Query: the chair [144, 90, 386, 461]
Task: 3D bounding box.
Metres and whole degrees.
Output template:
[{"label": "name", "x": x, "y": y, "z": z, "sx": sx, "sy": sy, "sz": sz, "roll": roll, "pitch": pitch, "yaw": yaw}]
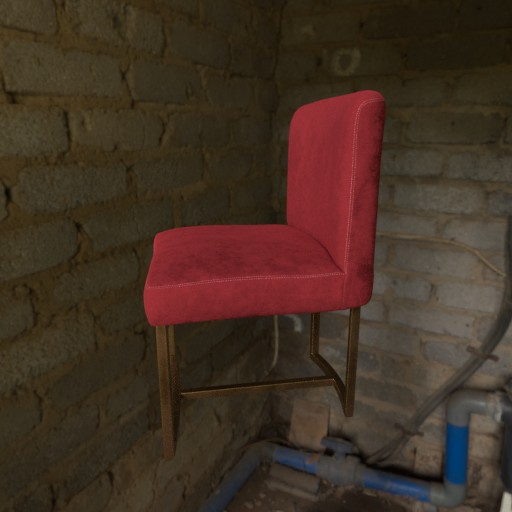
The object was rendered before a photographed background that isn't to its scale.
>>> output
[{"label": "chair", "x": 0.000, "y": 0.000, "z": 1.190, "sx": 0.560, "sy": 0.824, "sz": 0.530, "roll": -3, "pitch": 16, "yaw": -10}]
